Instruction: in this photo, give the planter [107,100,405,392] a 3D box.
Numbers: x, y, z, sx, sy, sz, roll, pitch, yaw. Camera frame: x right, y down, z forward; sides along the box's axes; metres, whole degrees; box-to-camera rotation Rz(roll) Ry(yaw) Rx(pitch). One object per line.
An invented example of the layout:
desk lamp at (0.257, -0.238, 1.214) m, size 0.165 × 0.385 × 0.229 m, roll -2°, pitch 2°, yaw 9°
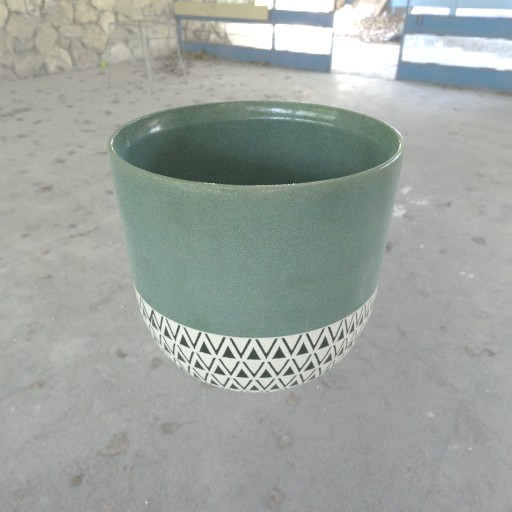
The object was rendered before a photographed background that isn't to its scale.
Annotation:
planter at (0.000, 0.000, 0.480) m, size 0.266 × 0.270 × 0.266 m, roll 0°, pitch 31°, yaw 0°
